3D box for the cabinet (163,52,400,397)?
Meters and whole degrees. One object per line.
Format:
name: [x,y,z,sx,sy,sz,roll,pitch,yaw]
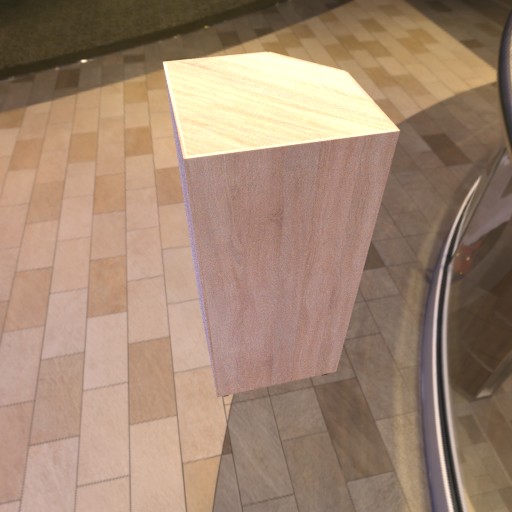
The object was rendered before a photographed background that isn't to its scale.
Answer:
cabinet: [0.000,0.000,2.866,1.327,2.120,1.094,24,51,21]
